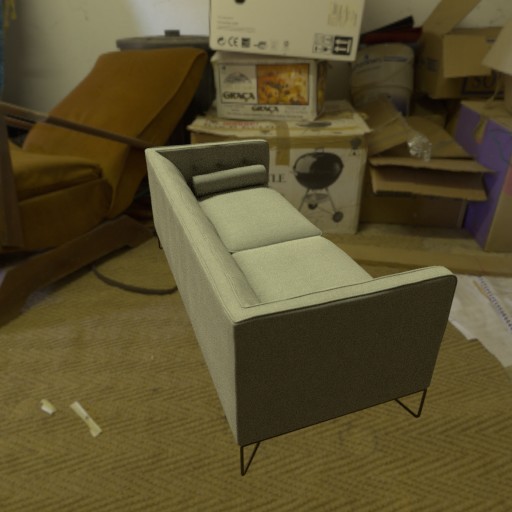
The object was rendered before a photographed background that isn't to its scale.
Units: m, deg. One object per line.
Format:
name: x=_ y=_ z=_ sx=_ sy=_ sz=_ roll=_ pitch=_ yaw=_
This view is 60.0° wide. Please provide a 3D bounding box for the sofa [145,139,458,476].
sofa: x=0.000 y=0.000 z=2.558 sx=0.912 sy=0.798 sz=2.079 roll=-10 pitch=31 yaw=-17
